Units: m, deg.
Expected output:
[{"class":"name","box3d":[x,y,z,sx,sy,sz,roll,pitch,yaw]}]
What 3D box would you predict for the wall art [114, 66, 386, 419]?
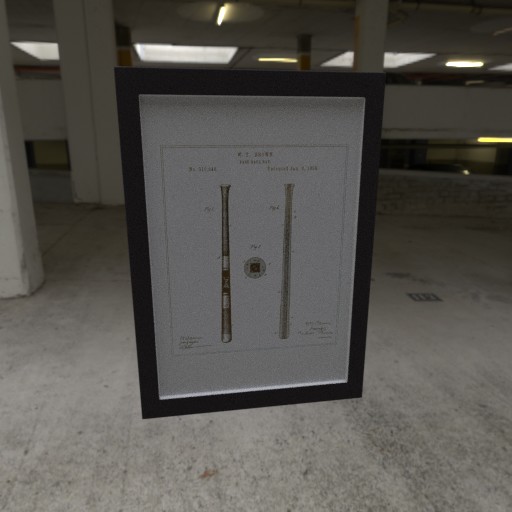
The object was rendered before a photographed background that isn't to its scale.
[{"class":"wall art","box3d":[0.000,0.000,0.678,0.374,0.529,0.012,-3,16,-9]}]
